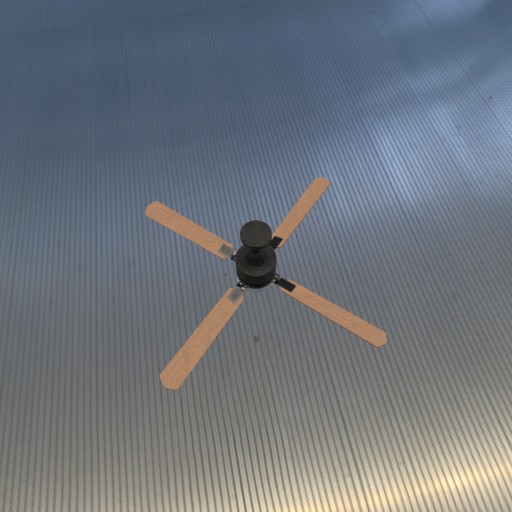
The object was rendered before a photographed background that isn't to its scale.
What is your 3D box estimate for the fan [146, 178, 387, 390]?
[{"bbox_3d":[0.000,0.000,1.973,1.320,0.355,1.320,29,63,17],"label":"fan"}]
